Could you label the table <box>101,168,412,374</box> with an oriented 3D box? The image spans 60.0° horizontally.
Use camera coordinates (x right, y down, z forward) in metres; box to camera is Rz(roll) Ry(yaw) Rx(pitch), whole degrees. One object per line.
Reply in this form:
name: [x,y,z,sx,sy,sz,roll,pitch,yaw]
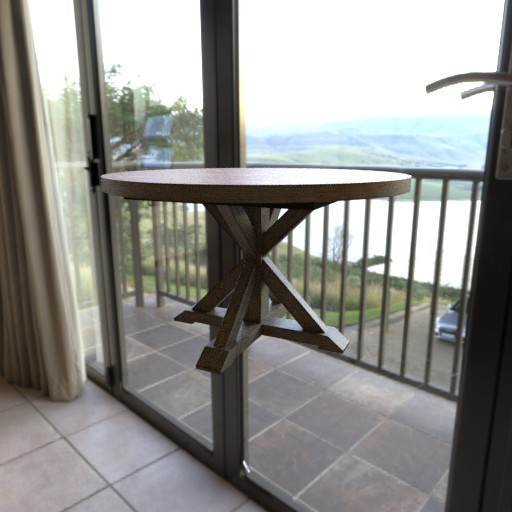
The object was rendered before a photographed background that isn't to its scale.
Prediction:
table: [0.000,0.000,2.137,1.363,0.781,1.363,0,13,0]
